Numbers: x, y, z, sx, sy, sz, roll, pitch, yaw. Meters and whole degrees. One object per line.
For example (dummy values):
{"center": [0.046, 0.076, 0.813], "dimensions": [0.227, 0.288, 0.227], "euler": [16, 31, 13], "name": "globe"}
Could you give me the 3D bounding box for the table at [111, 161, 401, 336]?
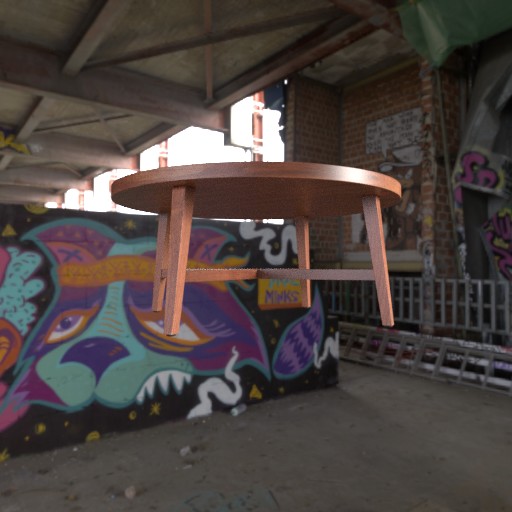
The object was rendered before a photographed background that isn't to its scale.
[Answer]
{"center": [0.000, 0.000, 1.282], "dimensions": [0.800, 0.360, 0.800], "euler": [0, -1, 0], "name": "table"}
